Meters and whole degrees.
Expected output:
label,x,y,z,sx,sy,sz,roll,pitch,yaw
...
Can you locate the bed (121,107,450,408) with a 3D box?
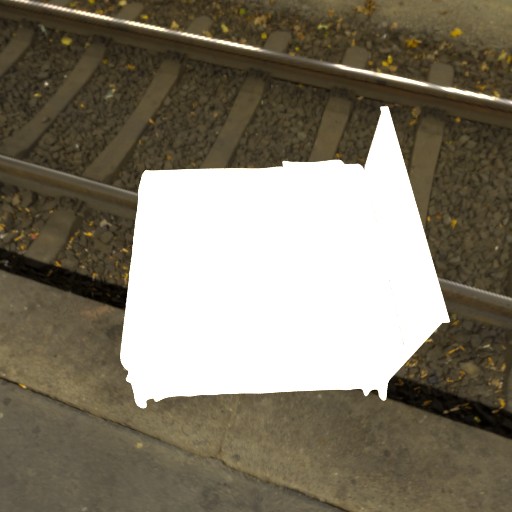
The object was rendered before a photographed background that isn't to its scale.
label,x,y,z,sx,sy,sz,roll,pitch,yaw
bed,0.000,0.000,3.265,2.047,1.269,1.876,-2,59,-1
